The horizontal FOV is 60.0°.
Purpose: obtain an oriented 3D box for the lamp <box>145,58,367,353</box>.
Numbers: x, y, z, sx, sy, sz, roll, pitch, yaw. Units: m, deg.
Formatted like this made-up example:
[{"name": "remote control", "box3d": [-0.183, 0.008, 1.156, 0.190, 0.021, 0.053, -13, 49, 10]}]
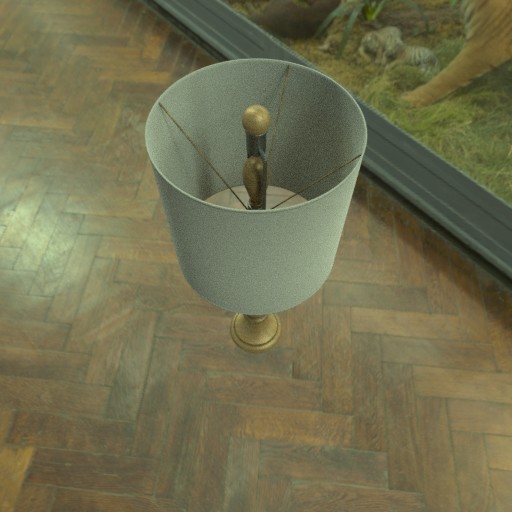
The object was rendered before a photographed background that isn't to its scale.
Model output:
[{"name": "lamp", "box3d": [0.000, 0.000, 0.735, 0.250, 0.597, 0.250, 17, 59, 11]}]
